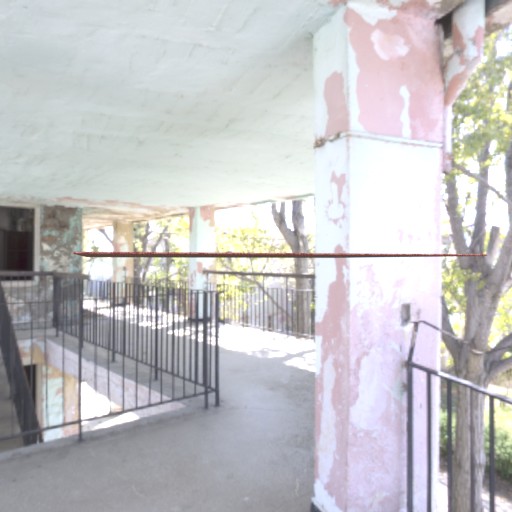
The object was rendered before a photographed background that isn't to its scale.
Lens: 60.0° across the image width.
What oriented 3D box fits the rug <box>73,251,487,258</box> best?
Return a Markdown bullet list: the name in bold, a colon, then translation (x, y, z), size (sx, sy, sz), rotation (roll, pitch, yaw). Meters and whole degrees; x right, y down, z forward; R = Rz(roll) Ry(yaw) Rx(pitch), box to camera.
- **rug**: translation (0.000, 0.000, 4.167), size (3.050, 0.016, 2.441), rotation (0, -1, -19)
